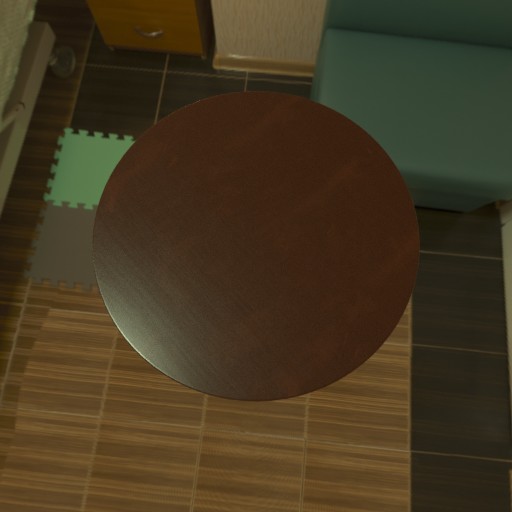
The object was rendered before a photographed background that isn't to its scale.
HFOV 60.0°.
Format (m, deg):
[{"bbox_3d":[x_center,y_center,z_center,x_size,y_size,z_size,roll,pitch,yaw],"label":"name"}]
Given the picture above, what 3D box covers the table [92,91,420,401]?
[{"bbox_3d":[0.000,0.000,1.482,0.911,0.512,0.911,0,73,0],"label":"table"}]
